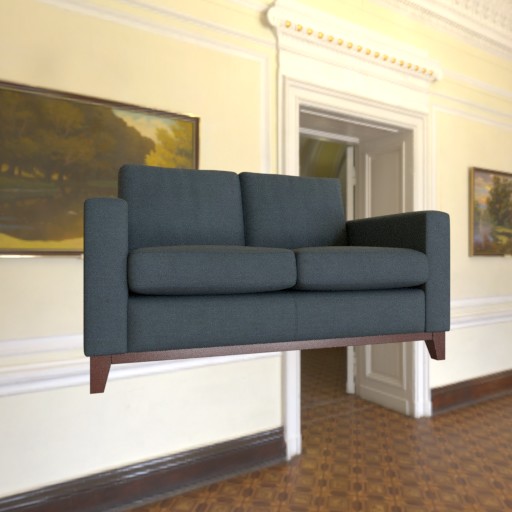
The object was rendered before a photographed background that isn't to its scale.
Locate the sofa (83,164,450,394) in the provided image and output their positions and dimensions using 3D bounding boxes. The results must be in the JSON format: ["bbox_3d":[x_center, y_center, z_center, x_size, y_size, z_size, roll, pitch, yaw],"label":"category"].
[{"bbox_3d":[0.000,0.000,2.089,1.489,0.903,0.955,0,0,-19],"label":"sofa"}]
